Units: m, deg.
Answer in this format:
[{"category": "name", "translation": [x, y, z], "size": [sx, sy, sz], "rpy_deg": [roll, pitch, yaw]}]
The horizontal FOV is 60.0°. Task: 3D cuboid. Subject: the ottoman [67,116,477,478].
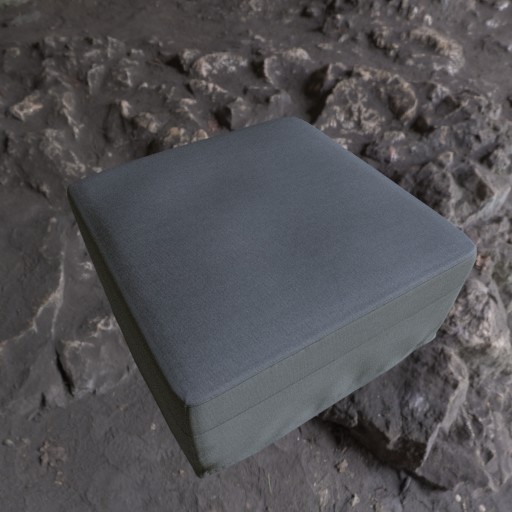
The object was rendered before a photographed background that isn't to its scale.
[{"category": "ottoman", "translation": [0.000, 0.000, 1.309], "size": [0.842, 0.441, 0.843], "rpy_deg": [-23, 49, -22]}]
